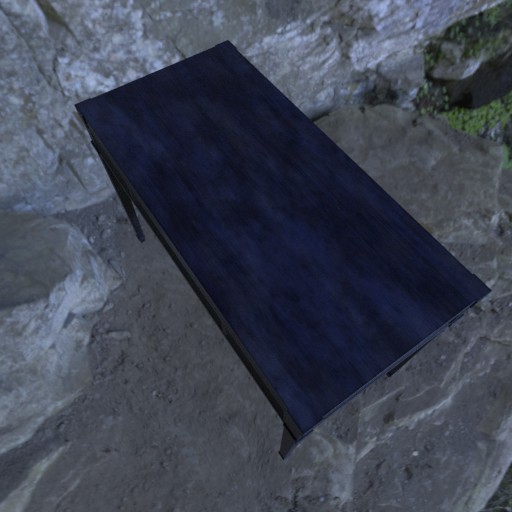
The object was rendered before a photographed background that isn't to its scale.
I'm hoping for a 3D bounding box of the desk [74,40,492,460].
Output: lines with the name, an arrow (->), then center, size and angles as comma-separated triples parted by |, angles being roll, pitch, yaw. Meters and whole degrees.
desk -> 0.000, 0.000, 1.719 | 0.630, 0.861, 1.289 | -31, 65, -16
